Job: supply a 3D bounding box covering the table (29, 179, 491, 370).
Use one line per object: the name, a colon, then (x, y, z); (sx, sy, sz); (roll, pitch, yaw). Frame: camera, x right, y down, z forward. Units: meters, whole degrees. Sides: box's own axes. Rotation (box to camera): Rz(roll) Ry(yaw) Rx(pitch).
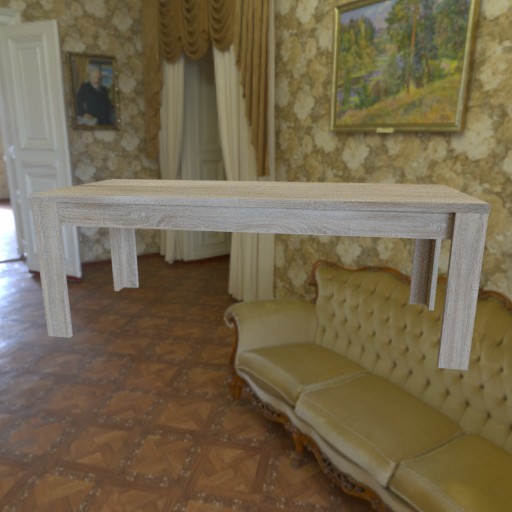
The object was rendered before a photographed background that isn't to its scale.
table: (0.000, 0.000, 2.611); (2.200, 0.790, 0.900); (3, 15, 10)
